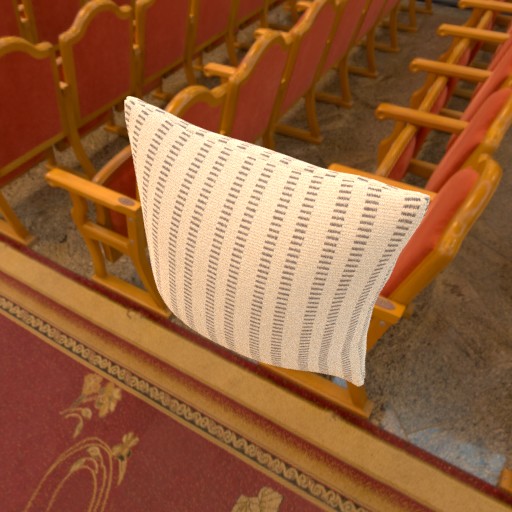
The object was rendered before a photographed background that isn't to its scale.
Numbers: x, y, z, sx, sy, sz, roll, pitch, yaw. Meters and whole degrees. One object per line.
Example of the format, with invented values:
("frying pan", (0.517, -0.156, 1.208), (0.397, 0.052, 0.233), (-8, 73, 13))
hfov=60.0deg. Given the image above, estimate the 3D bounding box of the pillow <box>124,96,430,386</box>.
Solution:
("pillow", (0.000, 0.000, 0.698), (0.438, 0.419, 0.247), (24, 52, 20))
